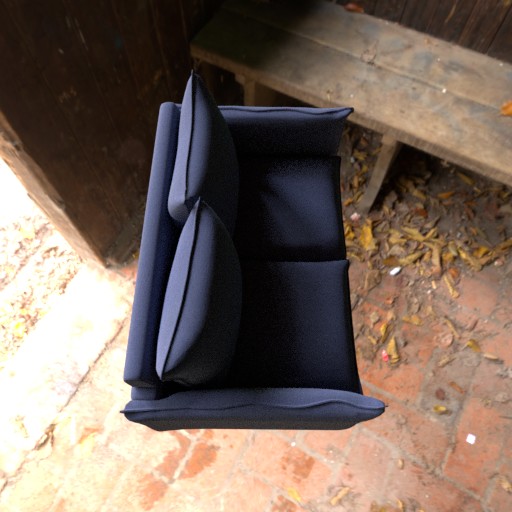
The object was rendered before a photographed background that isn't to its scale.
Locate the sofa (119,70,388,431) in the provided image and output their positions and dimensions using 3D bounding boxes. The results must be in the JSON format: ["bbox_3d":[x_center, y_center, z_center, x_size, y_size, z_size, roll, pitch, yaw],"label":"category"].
[{"bbox_3d":[0.000,0.000,1.790,0.820,0.840,1.300,0,64,0],"label":"sofa"}]
